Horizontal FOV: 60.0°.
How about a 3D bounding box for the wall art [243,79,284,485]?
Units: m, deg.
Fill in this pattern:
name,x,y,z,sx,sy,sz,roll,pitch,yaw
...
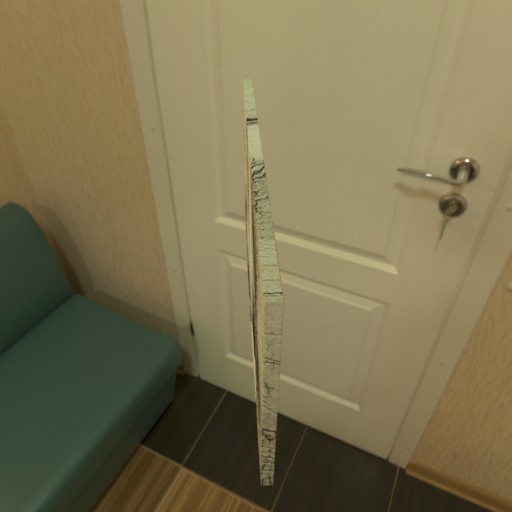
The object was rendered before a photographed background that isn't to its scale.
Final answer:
name,x,y,z,sx,sy,sz,roll,pitch,yaw
wall art,0.000,0.000,1.458,0.035,0.758,1.141,-2,40,-2
